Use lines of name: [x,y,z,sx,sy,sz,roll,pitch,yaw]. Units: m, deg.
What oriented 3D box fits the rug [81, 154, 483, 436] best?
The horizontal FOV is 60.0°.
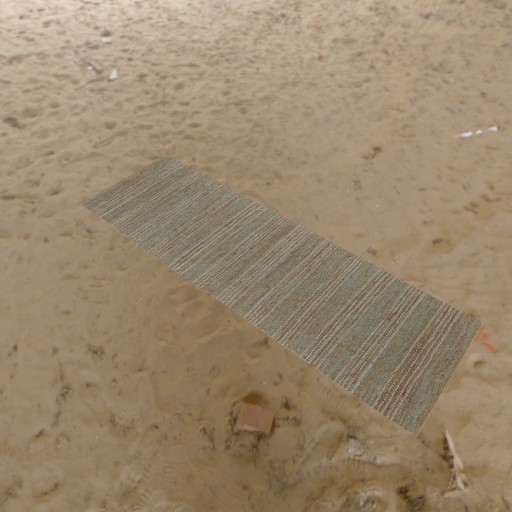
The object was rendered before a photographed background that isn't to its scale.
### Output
rug: [0.000,0.000,2.649,2.438,0.006,0.783,31,53,27]
